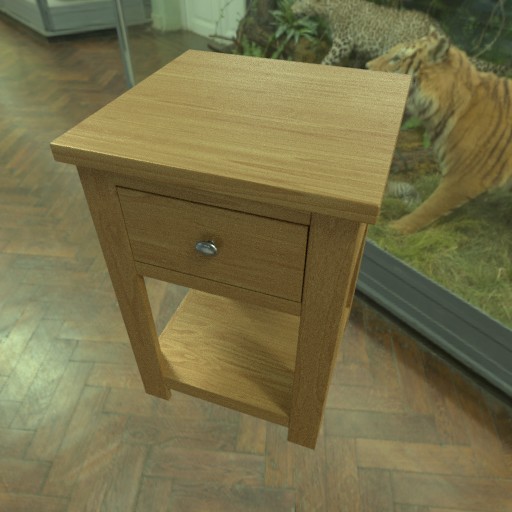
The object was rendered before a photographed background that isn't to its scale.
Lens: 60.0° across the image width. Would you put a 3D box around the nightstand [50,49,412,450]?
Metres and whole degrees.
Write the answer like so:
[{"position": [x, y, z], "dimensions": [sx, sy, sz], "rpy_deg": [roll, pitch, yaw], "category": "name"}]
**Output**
[{"position": [0.000, 0.000, 0.875], "dimensions": [0.428, 0.614, 0.418], "rpy_deg": [13, 43, 14], "category": "nightstand"}]
